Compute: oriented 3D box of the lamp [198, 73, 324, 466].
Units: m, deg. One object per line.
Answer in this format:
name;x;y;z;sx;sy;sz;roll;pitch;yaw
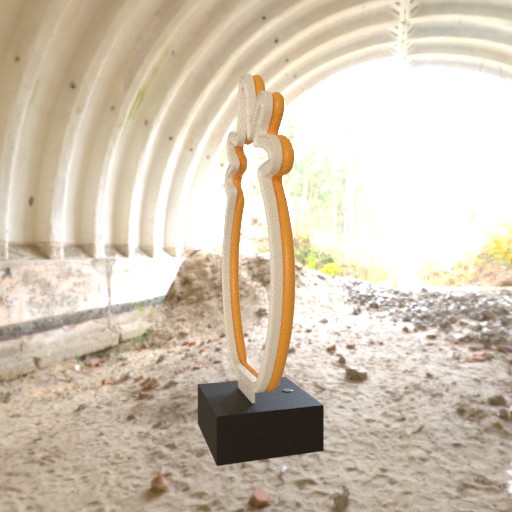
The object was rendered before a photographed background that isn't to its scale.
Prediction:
lamp;0.000;0.000;0.388;0.088;0.317;0.167;0;0;-17
